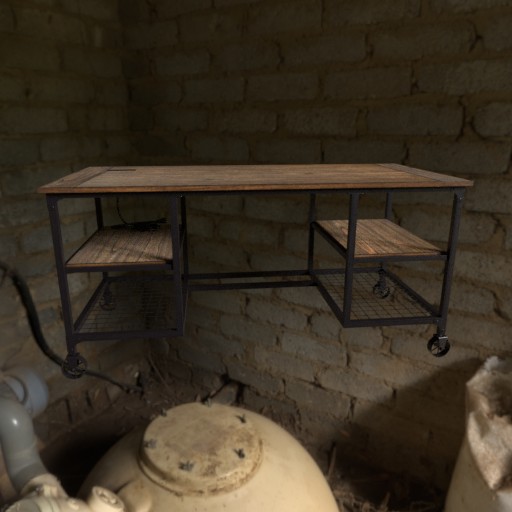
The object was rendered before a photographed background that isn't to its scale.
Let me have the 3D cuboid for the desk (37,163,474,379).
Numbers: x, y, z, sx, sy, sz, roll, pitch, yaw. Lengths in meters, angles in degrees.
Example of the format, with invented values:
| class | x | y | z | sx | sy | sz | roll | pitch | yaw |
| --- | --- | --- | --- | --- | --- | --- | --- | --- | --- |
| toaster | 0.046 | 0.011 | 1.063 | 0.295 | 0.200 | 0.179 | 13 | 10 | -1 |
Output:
| class | x | y | z | sx | sy | sz | roll | pitch | yaw |
| --- | --- | --- | --- | --- | --- | --- | --- | --- | --- |
| desk | 0.000 | 0.000 | 2.017 | 1.590 | 0.751 | 0.711 | -2 | 17 | -6 |
